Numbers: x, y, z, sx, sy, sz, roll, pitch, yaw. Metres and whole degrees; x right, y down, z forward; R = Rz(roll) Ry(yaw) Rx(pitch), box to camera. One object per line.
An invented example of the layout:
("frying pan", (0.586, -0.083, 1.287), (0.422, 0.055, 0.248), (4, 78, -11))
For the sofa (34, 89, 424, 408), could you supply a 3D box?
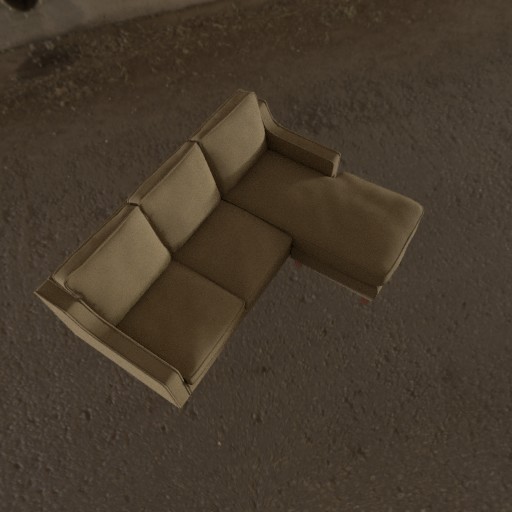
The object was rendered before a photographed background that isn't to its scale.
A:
("sofa", (0.000, 0.000, 3.323), (1.858, 1.066, 2.317), (29, 63, 16))
